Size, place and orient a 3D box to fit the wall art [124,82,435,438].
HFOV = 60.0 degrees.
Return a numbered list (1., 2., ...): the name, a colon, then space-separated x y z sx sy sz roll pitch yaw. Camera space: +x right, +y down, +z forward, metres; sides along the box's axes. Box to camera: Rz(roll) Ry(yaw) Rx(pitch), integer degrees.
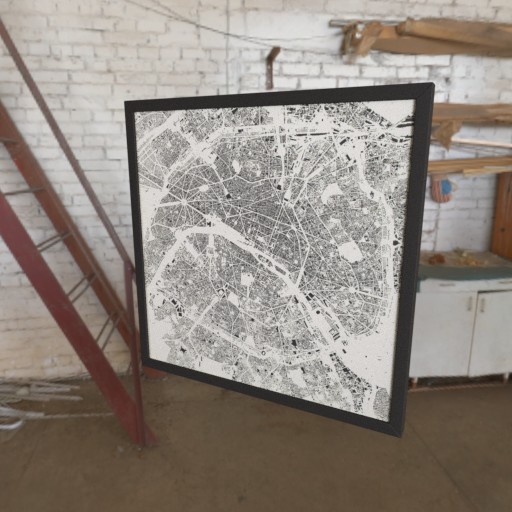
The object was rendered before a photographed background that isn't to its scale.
1. wall art: 0.000 0.000 1.103 0.763 0.763 0.037 7 15 26
